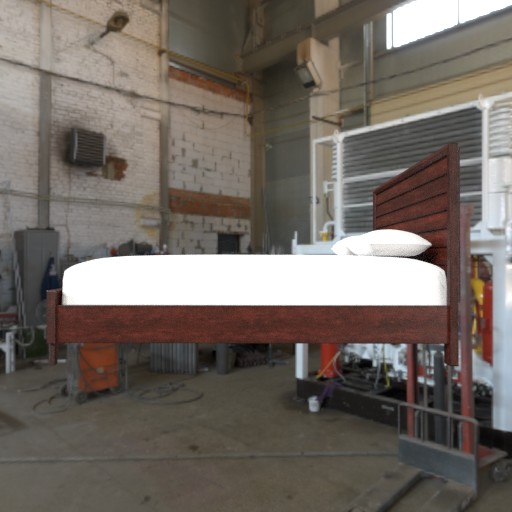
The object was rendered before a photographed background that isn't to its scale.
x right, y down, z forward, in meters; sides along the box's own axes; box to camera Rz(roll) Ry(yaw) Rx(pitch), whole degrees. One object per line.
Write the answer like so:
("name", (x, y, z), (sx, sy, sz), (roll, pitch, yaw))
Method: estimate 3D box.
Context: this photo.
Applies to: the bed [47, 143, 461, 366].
("bed", (0.000, 0.000, 3.988), (2.803, 1.492, 2.040), (0, 0, 1))
